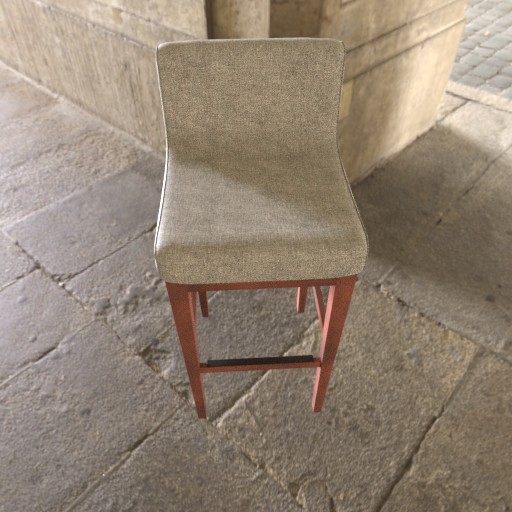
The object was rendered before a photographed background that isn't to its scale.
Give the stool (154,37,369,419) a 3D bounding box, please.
[{"bbox_3d":[0.000,0.000,1.190,0.426,0.965,0.499,-2,45,-2],"label":"stool"}]
